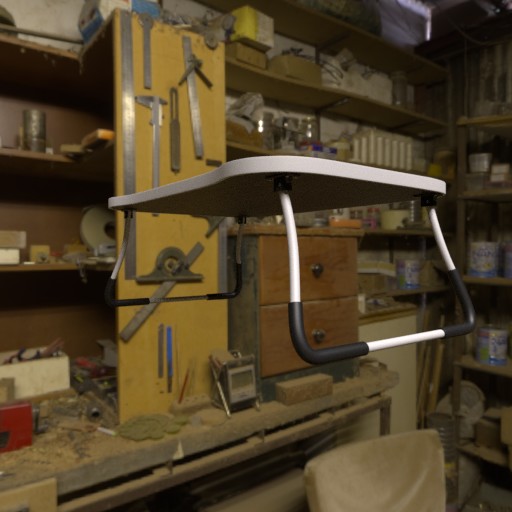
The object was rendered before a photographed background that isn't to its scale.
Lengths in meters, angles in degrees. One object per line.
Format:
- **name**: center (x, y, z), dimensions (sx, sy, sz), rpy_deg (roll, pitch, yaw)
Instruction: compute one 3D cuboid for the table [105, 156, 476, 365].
- **table**: center (0.000, 0.000, 0.831), dimensions (0.400, 0.232, 0.660), rpy_deg (0, 0, -36)
